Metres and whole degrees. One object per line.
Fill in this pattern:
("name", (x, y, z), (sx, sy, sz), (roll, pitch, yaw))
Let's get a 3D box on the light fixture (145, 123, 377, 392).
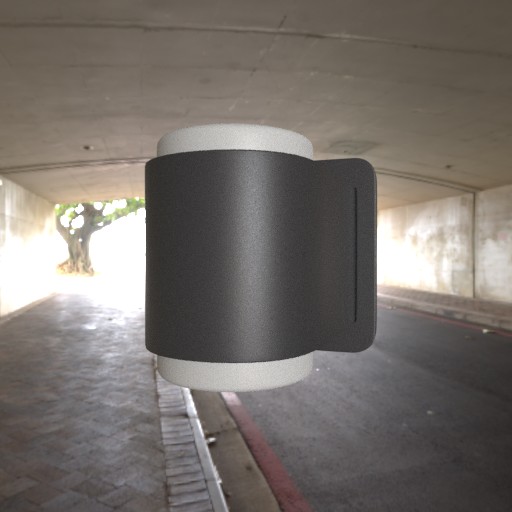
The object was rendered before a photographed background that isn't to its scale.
("light fixture", (0.000, 0.000, 0.217), (0.109, 0.109, 0.132), (0, 0, 18))
